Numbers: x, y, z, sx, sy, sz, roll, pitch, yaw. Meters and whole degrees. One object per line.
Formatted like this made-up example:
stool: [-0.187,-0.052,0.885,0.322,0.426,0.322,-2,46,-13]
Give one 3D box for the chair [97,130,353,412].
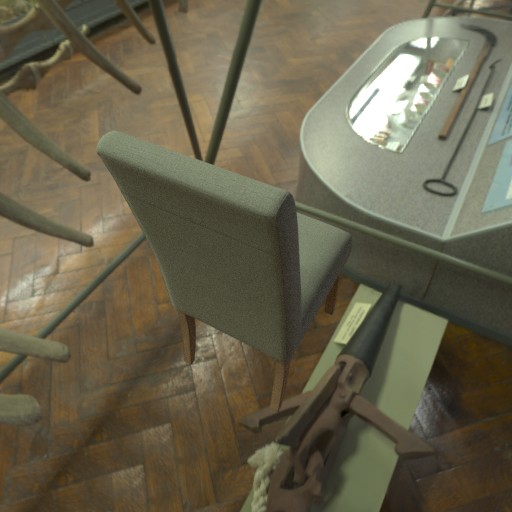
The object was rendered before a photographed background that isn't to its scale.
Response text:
chair: [0.000,0.000,1.382,0.450,1.033,0.611,23,51,20]
